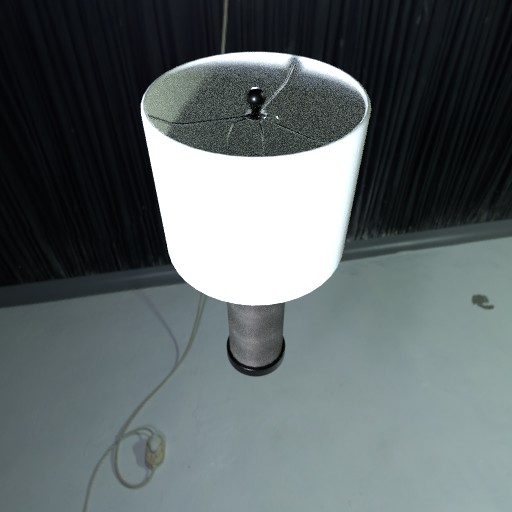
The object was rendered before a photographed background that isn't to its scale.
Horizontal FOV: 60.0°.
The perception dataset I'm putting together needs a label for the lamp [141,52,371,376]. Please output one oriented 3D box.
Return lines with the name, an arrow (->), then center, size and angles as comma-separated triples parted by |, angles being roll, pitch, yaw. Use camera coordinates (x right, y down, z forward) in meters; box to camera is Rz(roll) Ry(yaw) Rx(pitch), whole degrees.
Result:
lamp -> 0.000, 0.000, 0.814 | 0.305, 0.634, 0.305 | -11, 47, -11
